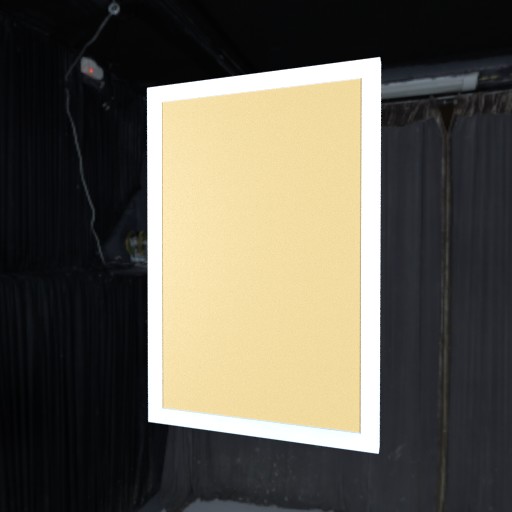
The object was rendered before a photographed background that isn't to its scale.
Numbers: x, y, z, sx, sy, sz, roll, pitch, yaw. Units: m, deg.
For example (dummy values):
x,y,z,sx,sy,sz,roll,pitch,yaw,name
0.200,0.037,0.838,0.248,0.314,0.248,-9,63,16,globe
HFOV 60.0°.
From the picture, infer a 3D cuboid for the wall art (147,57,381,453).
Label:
x,y,z,sx,sy,sz,roll,pitch,yaw,name
0.000,0.000,1.137,0.612,0.915,0.039,0,1,18,wall art
